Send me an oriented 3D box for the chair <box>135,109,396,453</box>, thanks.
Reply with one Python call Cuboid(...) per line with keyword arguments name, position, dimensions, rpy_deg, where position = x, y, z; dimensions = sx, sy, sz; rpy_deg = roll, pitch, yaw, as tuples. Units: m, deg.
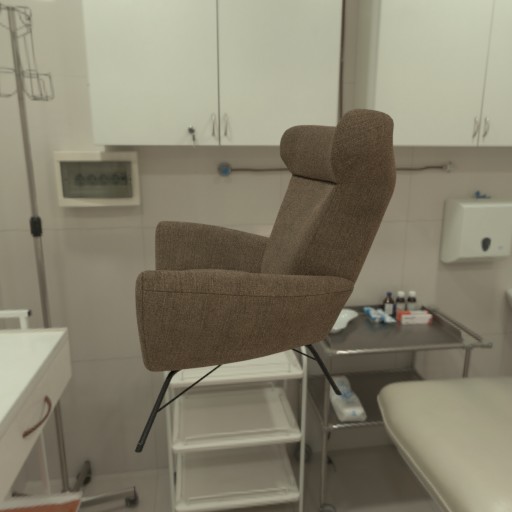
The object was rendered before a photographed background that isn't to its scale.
Cuboid(name="chair", position=(0.000, 0.000, 1.736), dimensions=(0.900, 1.040, 0.980), rpy_deg=(-2, 14, -8))
